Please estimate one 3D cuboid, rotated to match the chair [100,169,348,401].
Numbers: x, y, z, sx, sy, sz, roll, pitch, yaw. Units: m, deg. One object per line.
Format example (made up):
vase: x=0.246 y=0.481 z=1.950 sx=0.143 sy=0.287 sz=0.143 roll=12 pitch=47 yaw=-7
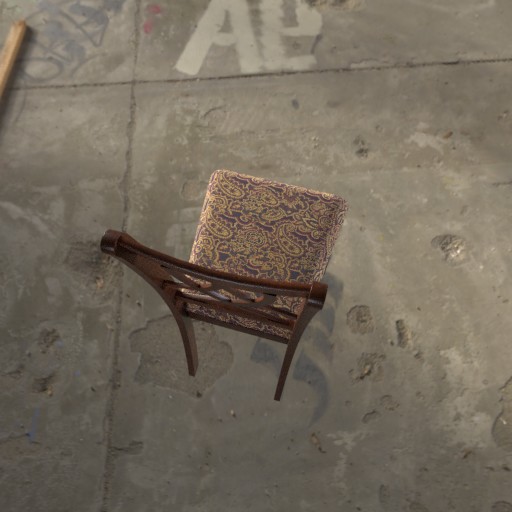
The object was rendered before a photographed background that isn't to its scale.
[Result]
chair: x=0.000 y=0.000 z=1.275 sx=0.457 sy=0.965 sz=0.584 roll=14 pitch=64 yaw=7
